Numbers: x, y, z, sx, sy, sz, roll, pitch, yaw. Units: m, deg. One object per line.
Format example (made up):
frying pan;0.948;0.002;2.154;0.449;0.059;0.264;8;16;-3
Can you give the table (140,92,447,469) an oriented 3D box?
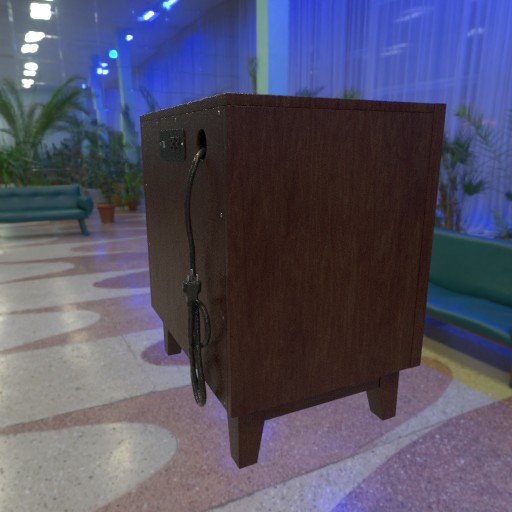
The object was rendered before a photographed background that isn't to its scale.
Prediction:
table;0.000;0.000;0.973;0.449;0.609;0.557;-7;16;-25
